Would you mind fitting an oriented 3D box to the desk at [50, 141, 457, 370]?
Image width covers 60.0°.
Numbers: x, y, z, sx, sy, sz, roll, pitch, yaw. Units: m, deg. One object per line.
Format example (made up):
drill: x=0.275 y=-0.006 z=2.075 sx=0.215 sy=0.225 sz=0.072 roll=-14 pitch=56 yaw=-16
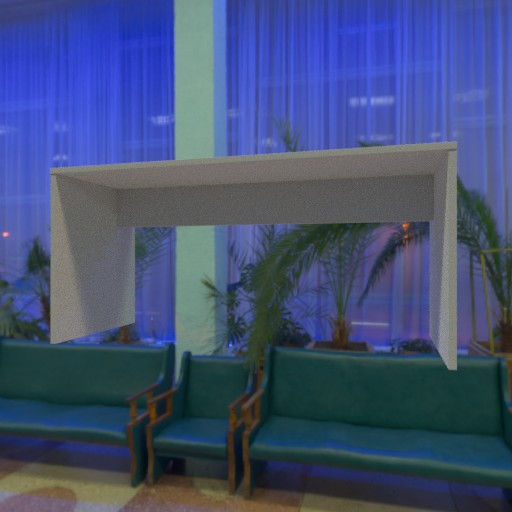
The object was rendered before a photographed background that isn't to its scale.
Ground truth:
desk: x=0.000 y=0.000 z=2.057 sx=1.600 sy=0.750 sz=0.802 roll=0 pitch=0 yaw=16
